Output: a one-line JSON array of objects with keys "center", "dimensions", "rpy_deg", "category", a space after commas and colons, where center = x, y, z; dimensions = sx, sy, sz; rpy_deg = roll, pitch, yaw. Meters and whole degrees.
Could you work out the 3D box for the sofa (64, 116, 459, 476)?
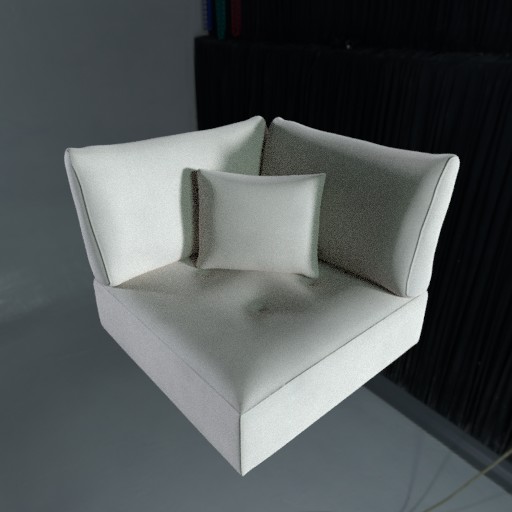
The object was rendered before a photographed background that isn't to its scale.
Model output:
[{"center": [0.000, 0.000, 1.705], "dimensions": [1.000, 0.820, 1.000], "rpy_deg": [-22, 35, -36], "category": "sofa"}]
